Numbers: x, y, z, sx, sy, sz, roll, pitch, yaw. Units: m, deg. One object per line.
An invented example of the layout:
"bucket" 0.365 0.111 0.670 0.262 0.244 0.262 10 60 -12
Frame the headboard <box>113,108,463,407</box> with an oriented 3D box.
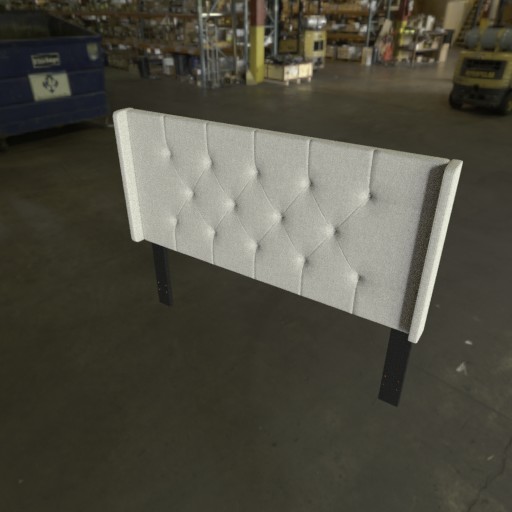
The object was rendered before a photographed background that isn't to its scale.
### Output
"headboard" 0.000 0.000 2.717 2.051 1.524 0.184 18 34 29
